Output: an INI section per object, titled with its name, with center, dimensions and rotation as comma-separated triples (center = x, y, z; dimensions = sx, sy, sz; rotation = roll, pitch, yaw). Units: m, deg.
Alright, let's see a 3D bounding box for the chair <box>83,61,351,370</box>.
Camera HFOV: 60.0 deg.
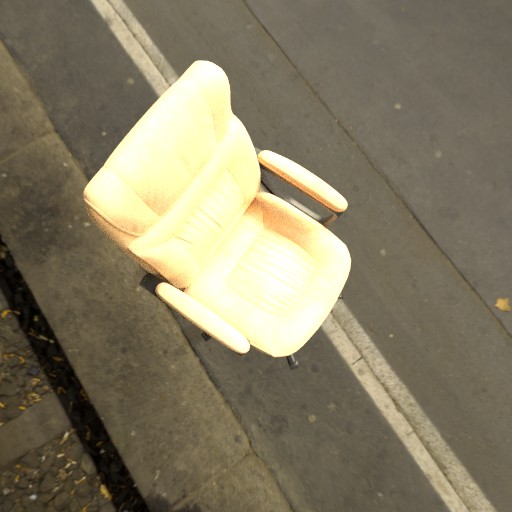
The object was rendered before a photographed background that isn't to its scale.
[chair]
center = 0.000, 0.000, 1.544
dimensions = 0.724, 1.105, 0.667
rotation = 34, 77, 9
